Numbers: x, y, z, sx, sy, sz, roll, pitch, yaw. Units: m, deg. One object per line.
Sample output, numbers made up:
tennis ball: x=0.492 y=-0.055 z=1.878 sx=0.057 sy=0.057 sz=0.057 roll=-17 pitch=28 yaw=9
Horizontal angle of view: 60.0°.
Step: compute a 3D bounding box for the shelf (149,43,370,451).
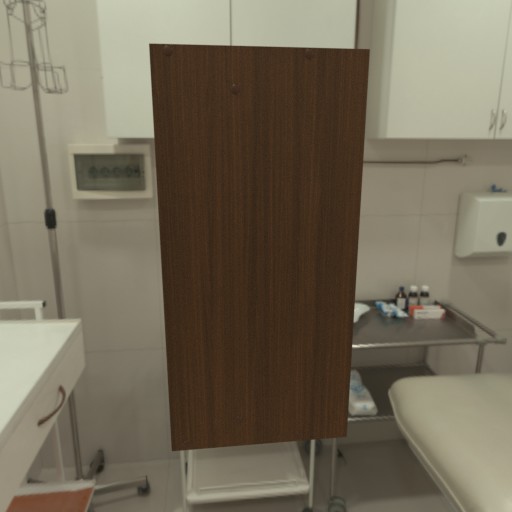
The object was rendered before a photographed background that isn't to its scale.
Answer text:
shelf: x=0.000 y=0.000 z=0.720 sx=0.290 sy=0.600 sz=0.147 roll=-2 pitch=15 yaw=-7
